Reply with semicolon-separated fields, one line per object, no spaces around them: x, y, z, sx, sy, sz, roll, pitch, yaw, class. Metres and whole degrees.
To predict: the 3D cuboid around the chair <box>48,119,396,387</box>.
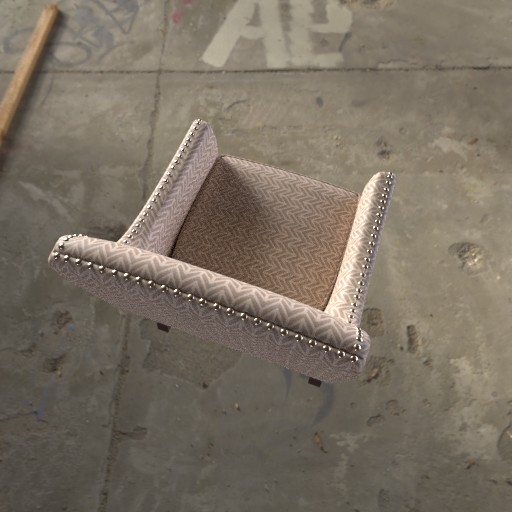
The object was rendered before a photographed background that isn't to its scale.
0.000;0.000;1.261;0.623;0.816;0.651;18;65;9;chair
